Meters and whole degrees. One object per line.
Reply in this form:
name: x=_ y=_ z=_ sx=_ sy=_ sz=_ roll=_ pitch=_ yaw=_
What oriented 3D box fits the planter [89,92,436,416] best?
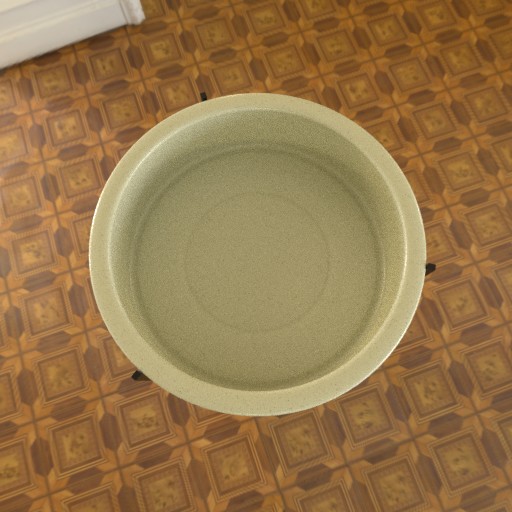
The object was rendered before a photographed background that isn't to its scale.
planter: x=0.000 y=0.000 z=0.522 sx=0.336 sy=0.171 sz=0.345 roll=-19 pitch=75 yaw=-5
